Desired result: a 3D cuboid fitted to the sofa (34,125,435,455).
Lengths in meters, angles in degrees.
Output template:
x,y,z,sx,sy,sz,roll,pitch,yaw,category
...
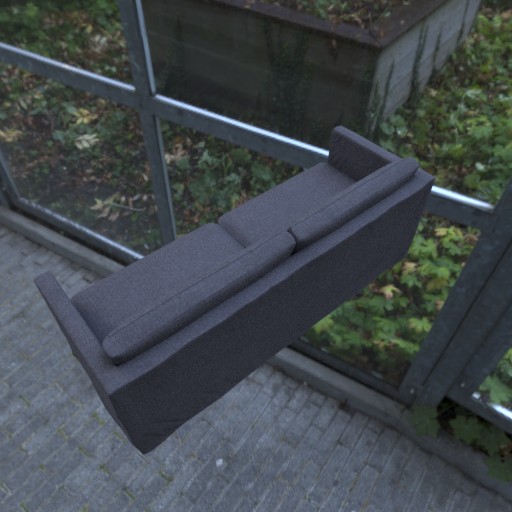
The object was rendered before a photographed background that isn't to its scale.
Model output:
x,y,z,sx,sy,sz,roll,pitch,yaw,category
0.000,0.000,3.283,2.779,0.998,1.036,-32,54,-26,sofa
